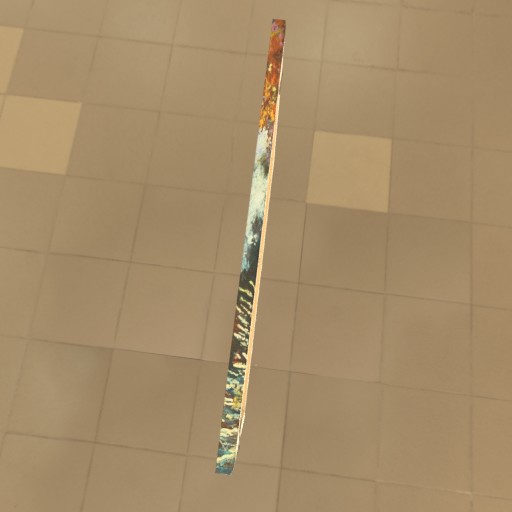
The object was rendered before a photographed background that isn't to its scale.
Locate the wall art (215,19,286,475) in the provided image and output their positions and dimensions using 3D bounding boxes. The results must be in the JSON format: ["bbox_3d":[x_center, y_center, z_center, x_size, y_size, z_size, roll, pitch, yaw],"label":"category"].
[{"bbox_3d":[0.000,0.000,1.431,0.042,0.760,1.136,6,76,2],"label":"wall art"}]
